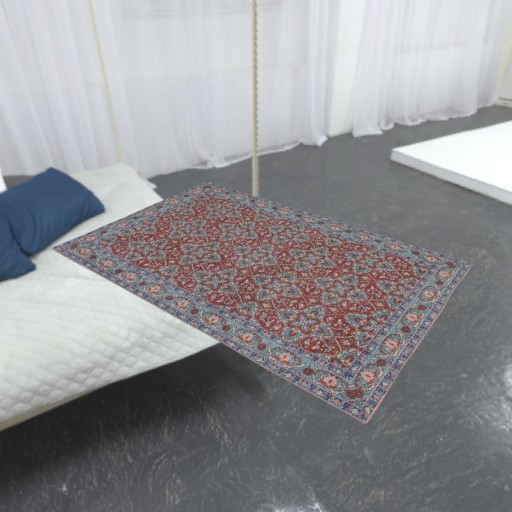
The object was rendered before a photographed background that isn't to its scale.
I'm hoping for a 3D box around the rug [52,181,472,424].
[{"bbox_3d":[0.000,0.000,2.301,1.829,0.009,1.219,22,37,32],"label":"rug"}]
